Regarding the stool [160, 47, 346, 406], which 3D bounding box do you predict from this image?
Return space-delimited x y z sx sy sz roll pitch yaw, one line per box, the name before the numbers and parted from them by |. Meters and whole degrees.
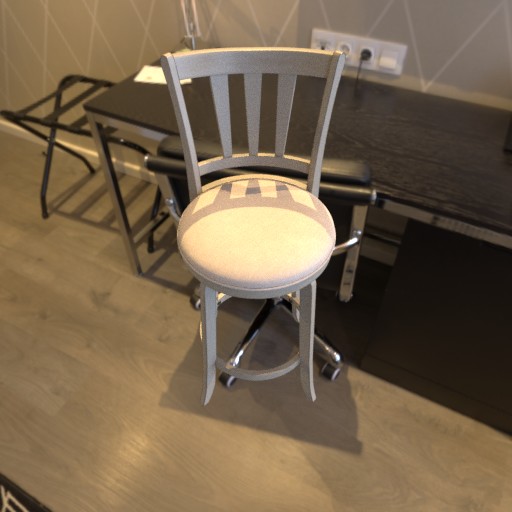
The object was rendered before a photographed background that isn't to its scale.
stool | 0.000 0.000 1.295 0.436 1.042 0.475 -2 45 -2
